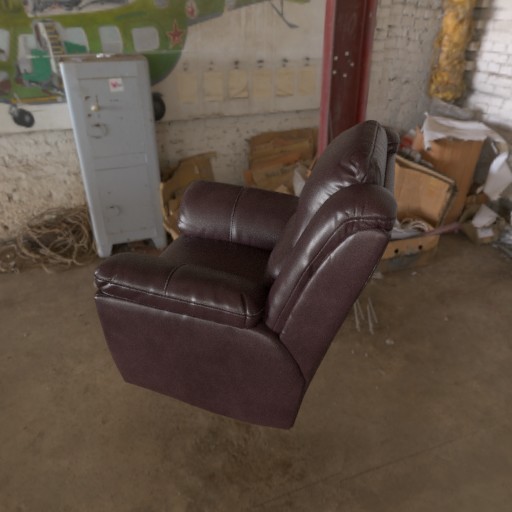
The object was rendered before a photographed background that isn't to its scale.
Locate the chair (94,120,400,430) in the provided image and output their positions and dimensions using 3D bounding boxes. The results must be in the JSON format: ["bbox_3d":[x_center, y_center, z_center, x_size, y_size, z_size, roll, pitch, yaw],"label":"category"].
[{"bbox_3d":[0.000,0.000,1.897,1.041,1.093,0.990,8,31,14],"label":"chair"}]
